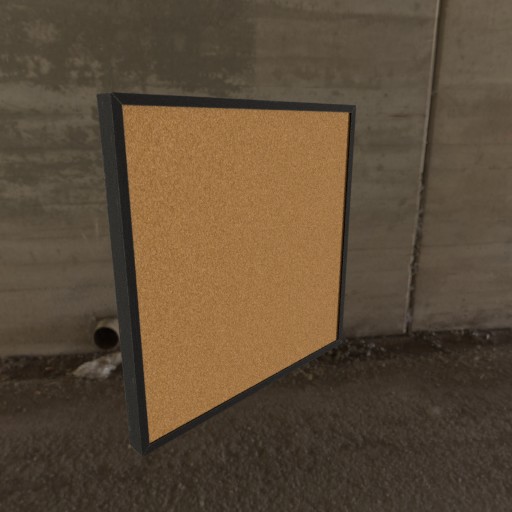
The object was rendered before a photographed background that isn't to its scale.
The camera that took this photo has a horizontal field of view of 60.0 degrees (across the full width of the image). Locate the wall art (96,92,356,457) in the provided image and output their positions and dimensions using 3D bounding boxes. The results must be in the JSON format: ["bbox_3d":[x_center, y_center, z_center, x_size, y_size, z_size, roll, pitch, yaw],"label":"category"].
[{"bbox_3d":[0.000,0.000,0.764,0.506,0.506,0.036,-16,23,-42],"label":"wall art"}]
